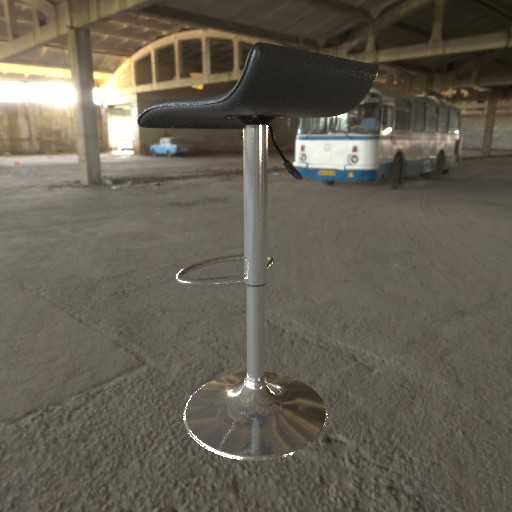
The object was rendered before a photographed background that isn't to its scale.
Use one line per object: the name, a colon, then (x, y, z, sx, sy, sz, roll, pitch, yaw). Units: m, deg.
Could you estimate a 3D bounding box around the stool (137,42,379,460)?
stool: (0.000, 0.000, 1.065, 0.381, 0.851, 0.381, -14, 21, -42)
